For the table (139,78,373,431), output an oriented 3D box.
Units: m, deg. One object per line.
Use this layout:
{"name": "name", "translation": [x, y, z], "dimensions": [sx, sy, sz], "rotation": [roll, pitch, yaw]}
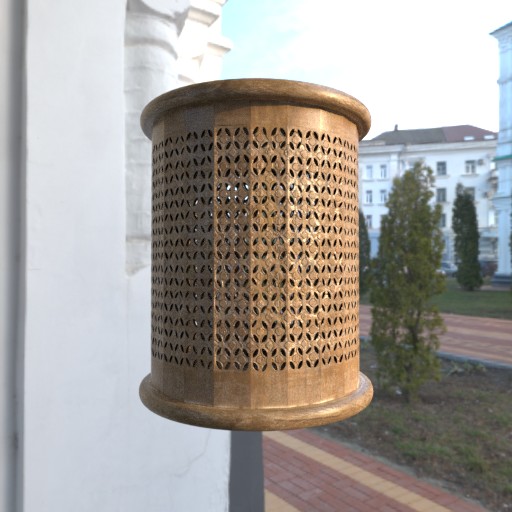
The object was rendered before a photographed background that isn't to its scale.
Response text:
{"name": "table", "translation": [0.000, 0.000, 0.800], "dimensions": [0.407, 0.482, 0.407], "rotation": [0, -1, 0]}
